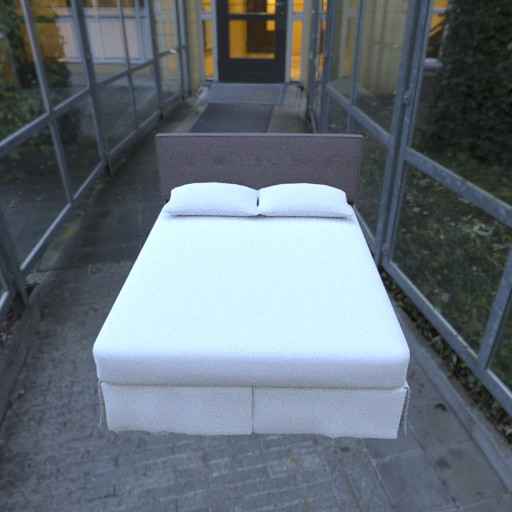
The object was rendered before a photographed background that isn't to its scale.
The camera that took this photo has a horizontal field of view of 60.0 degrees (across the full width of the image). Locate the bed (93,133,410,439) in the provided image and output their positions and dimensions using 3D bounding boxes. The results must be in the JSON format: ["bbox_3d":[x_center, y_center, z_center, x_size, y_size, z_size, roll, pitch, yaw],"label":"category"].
[{"bbox_3d":[0.000,0.000,2.837,1.610,1.089,1.894,1,30,1],"label":"bed"}]
